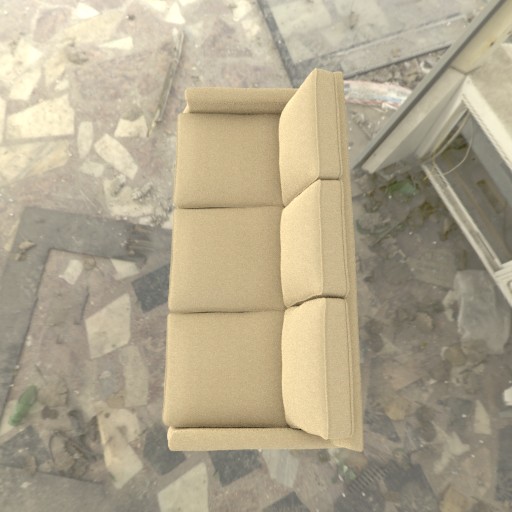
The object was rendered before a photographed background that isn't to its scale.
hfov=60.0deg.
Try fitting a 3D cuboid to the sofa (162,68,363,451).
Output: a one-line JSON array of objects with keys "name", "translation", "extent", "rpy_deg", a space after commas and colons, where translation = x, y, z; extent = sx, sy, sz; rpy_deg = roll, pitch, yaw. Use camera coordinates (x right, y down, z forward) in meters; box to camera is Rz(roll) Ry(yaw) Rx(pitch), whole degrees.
[{"name": "sofa", "translation": [0.000, 0.000, 2.782], "extent": [1.084, 1.003, 2.246], "rpy_deg": [0, 76, 0]}]
